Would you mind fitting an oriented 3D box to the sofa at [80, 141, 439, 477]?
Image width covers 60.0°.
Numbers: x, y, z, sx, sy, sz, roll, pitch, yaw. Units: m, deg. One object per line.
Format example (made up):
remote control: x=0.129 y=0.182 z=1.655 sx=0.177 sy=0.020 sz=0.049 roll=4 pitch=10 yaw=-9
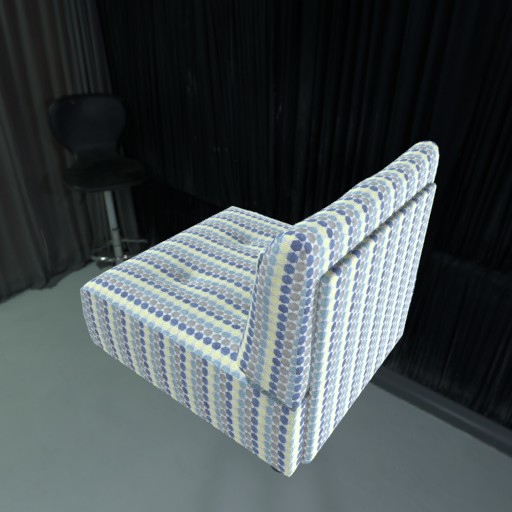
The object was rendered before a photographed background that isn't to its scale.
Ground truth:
sofa: x=0.000 y=0.000 z=1.680 sx=1.000 sy=0.830 sz=0.930 roll=22 pitch=37 yaw=31
